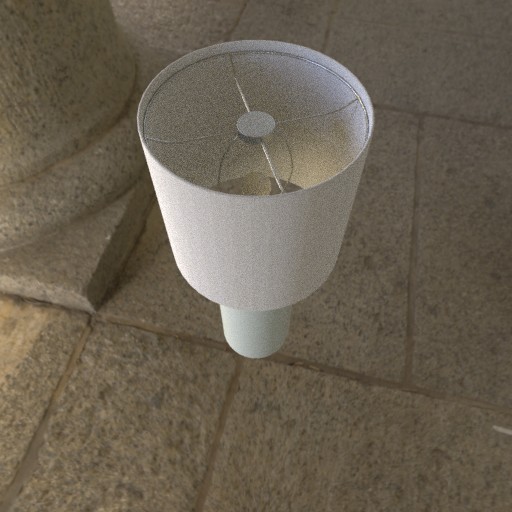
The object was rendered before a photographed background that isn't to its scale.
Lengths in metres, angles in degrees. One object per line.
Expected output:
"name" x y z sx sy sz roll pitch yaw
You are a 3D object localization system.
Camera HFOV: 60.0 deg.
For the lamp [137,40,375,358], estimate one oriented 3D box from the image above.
"lamp" 0.000 0.000 0.605 0.212 0.493 0.212 -13 58 -8
